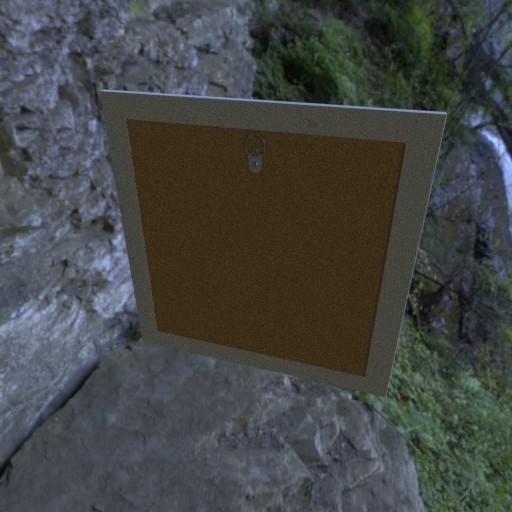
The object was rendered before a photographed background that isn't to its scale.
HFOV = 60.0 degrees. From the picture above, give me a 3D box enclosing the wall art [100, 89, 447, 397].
[{"bbox_3d":[0.000,0.000,0.855,0.572,0.577,0.015,9,32,15],"label":"wall art"}]
